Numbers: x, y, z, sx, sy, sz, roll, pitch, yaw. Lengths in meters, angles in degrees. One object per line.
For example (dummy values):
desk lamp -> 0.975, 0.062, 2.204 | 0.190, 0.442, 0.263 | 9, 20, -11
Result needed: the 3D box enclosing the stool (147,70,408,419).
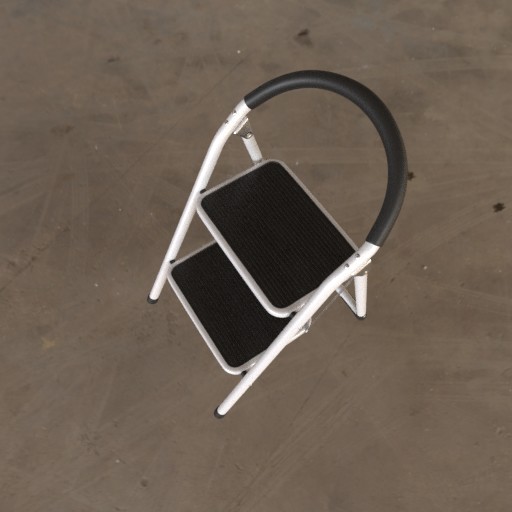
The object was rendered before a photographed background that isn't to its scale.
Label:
stool -> 0.000, 0.000, 1.088 | 0.559, 0.760, 0.453 | -31, 67, -14
